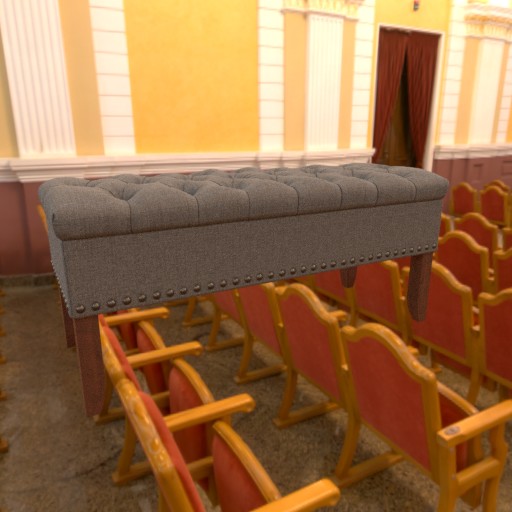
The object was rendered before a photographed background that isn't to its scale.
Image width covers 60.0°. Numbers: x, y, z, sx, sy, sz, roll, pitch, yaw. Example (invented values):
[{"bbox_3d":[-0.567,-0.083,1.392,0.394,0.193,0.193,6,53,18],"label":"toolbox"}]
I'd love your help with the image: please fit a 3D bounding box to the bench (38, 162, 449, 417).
[{"bbox_3d":[0.000,0.000,1.255,1.052,0.470,0.417,-9,18,-27],"label":"bench"}]
